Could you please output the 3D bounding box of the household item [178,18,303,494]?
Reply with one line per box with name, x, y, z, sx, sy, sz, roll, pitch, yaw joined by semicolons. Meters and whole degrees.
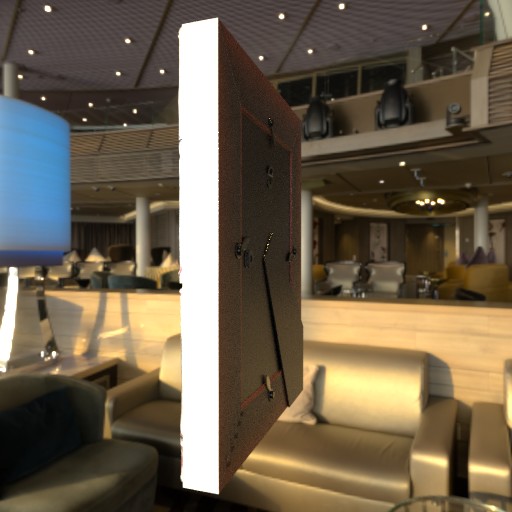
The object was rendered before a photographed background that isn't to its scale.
household item;0.000;0.000;0.282;0.025;0.216;0.165;0;0;19
